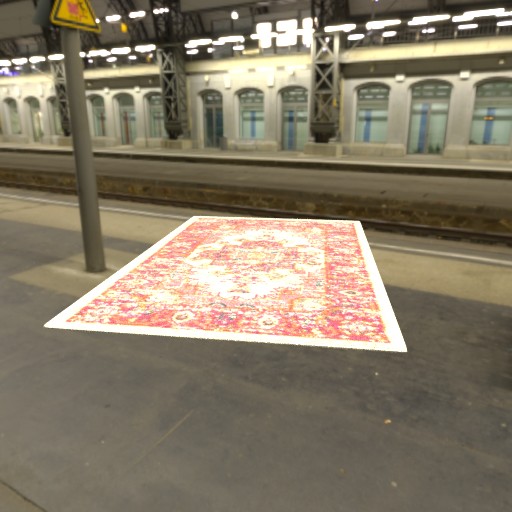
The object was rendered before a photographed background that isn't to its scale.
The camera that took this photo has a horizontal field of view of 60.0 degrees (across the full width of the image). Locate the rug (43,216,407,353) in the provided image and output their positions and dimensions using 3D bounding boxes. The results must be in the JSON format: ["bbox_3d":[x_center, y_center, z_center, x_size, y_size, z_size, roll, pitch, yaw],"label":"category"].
[{"bbox_3d":[0.000,0.000,1.069,0.556,0.004,0.868,2,17,8],"label":"rug"}]
